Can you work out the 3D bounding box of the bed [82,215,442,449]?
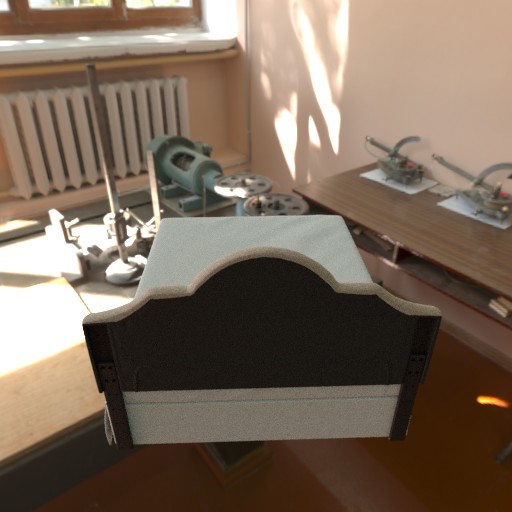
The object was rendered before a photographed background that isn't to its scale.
[{"bbox_3d":[0.000,0.000,2.889,1.667,1.194,1.970,-1,31,-2],"label":"bed"}]
